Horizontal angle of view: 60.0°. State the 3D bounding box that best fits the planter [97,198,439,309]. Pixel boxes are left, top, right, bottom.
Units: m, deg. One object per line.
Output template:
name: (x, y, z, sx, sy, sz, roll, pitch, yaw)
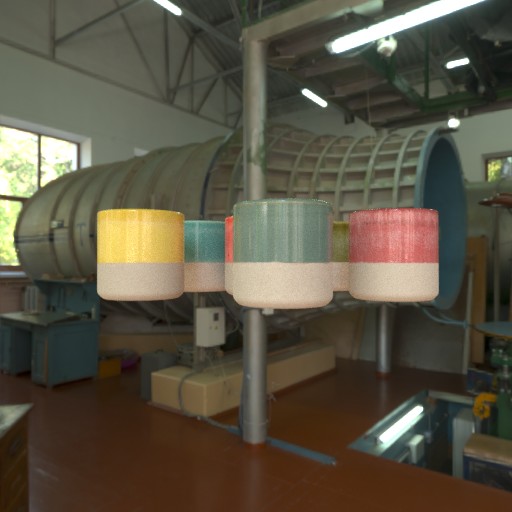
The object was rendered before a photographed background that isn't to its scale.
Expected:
planter: (0.000, 0.000, 0.425, 0.286, 0.075, 0.257, 0, -1, -19)
